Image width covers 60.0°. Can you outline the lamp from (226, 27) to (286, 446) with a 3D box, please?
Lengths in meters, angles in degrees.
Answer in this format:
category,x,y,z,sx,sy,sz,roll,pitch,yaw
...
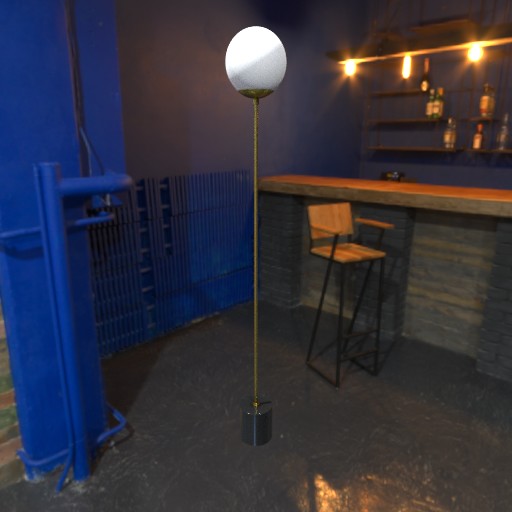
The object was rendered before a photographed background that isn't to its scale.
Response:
category,x,y,z,sx,sy,sz,roll,pitch,yaw
lamp,0.000,0.000,1.863,0.229,1.748,0.229,-14,21,-43
